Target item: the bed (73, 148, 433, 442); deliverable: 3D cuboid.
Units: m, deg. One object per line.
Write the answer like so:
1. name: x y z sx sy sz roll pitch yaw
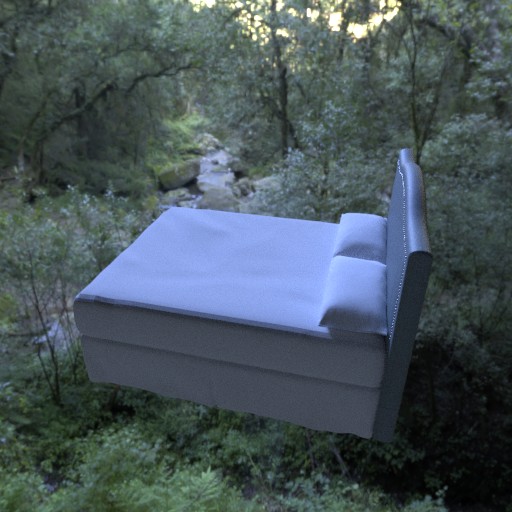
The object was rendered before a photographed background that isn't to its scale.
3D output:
1. bed: 0.000 0.000 3.287 2.143 1.460 1.753 7 30 13
